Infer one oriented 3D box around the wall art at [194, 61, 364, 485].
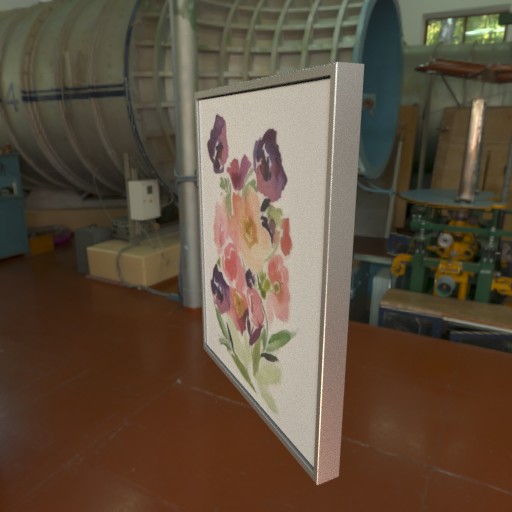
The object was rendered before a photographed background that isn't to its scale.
[{"bbox_3d":[0.000,0.000,0.748,0.038,0.549,0.452,-8,18,-26],"label":"wall art"}]
